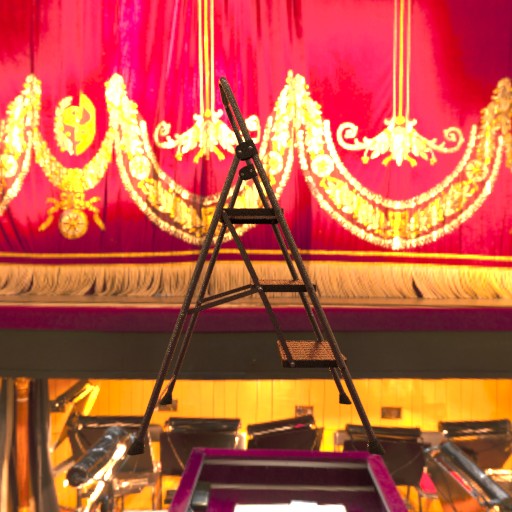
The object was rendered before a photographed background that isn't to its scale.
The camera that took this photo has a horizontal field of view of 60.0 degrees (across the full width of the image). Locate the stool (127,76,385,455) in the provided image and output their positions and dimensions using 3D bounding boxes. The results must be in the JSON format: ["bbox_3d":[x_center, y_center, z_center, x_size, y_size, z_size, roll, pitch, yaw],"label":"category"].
[{"bbox_3d":[0.000,0.000,1.483,0.733,1.121,0.473,0,0,0],"label":"stool"}]
